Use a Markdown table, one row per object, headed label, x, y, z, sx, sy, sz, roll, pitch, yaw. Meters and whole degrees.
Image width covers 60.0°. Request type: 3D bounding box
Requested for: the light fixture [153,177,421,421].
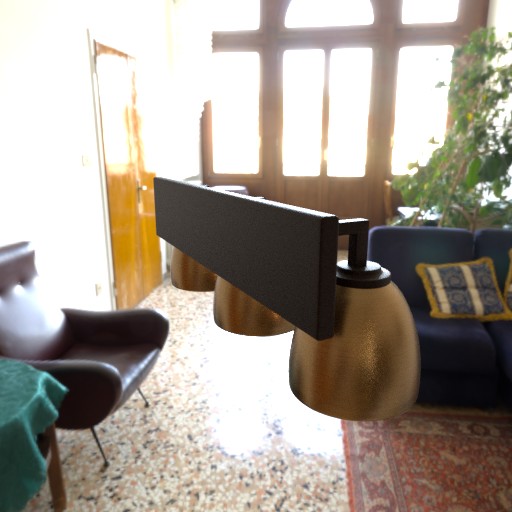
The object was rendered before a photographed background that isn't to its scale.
| label | x | y | z | sx | sy | sz | roll | pitch | yaw |
| --- | --- | --- | --- | --- | --- | --- | --- | --- | --- |
| light fixture | 0.000 | 0.000 | 0.661 | 0.157 | 0.204 | 0.582 | -7 | 16 | -26 |
